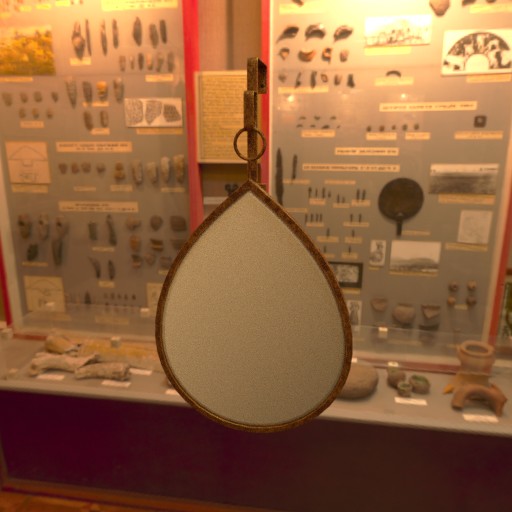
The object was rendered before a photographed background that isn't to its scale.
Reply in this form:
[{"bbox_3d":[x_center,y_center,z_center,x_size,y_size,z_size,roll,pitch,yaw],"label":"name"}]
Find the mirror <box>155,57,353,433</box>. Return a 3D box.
[{"bbox_3d":[0.000,0.000,0.912,0.405,0.744,0.144,3,16,10],"label":"mirror"}]
